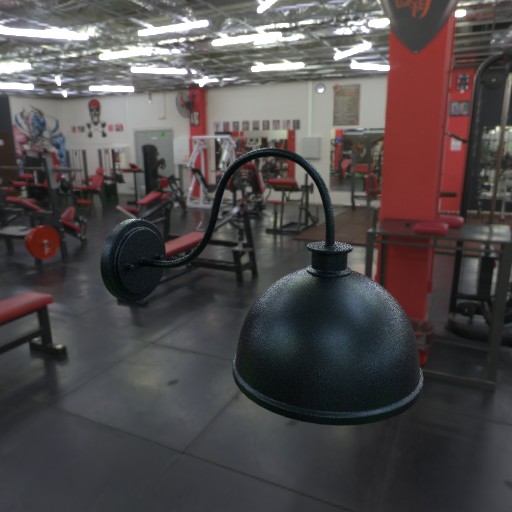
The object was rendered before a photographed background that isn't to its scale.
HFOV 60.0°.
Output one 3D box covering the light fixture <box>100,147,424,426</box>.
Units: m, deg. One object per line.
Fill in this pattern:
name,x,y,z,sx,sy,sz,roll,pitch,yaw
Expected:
light fixture,0.000,0.000,0.620,0.467,0.295,0.253,7,16,27
